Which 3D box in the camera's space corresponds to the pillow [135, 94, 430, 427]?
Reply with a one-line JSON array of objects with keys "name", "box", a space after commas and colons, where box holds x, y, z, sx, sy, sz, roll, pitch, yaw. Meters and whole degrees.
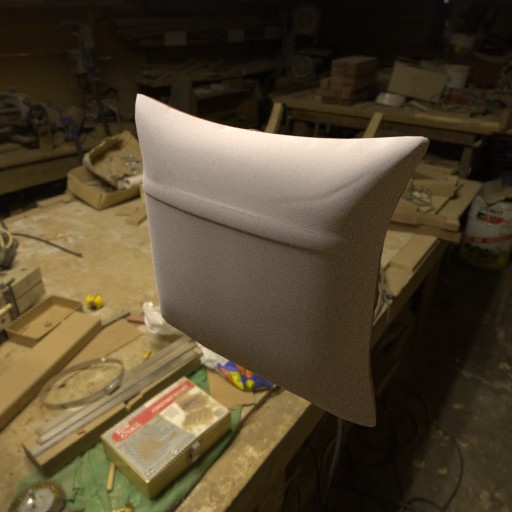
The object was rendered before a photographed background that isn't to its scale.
[{"name": "pillow", "box": [0.000, 0.000, 0.748, 0.501, 0.477, 0.192, 20, 35, 32]}]
